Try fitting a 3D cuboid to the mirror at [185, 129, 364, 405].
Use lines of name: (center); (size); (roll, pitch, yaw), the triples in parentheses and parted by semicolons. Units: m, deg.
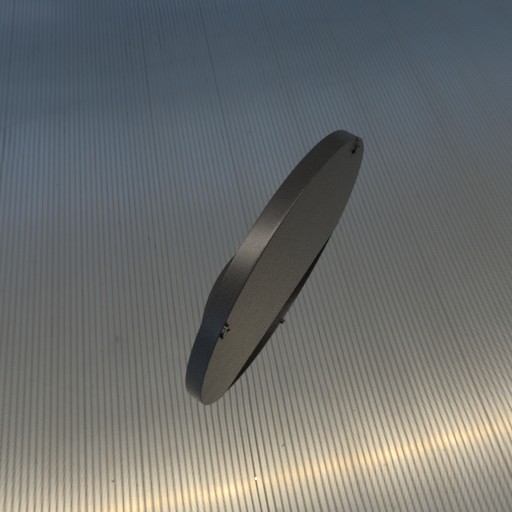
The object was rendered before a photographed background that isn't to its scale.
mirror: (0.000, 0.000, 0.706); (0.133, 0.457, 0.457); (30, 67, 14)
